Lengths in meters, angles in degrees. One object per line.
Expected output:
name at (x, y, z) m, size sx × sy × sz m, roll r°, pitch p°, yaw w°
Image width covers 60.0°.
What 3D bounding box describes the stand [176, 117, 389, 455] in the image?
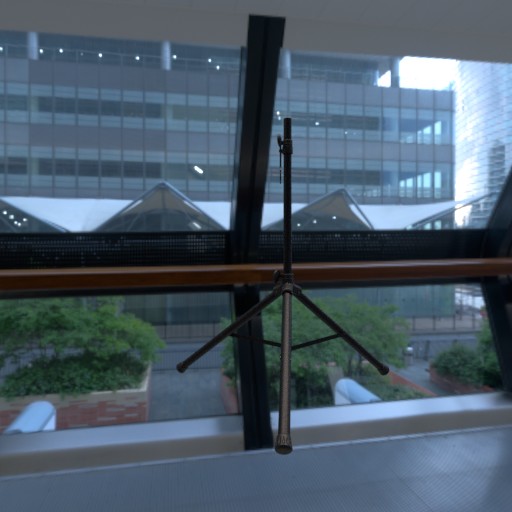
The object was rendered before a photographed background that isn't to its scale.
stand at (0.000, 0.000, 1.916) m, size 0.907 × 1.136 × 1.045 m, roll 0°, pitch 0°, yaw 34°
